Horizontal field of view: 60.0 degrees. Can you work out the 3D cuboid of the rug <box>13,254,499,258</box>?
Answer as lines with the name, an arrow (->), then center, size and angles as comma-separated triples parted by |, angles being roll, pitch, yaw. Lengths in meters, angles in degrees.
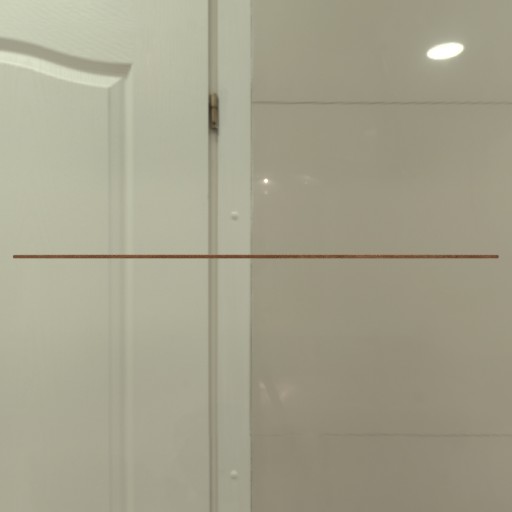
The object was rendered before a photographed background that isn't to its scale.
rug -> 0.000, 0.000, 2.272 | 1.829, 0.014, 1.219 | 0, 0, -1
